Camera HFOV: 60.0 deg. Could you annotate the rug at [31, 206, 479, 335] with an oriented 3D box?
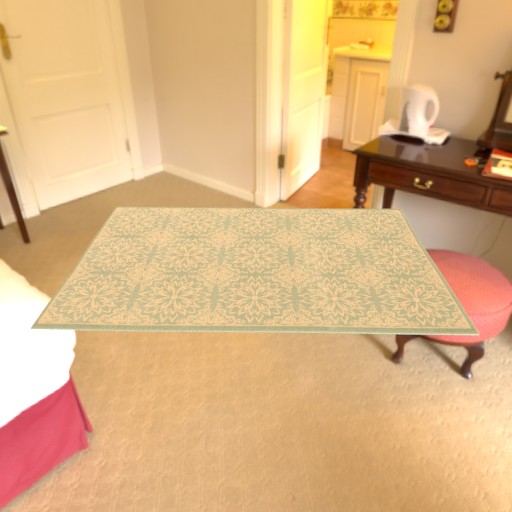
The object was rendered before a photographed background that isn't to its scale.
[{"bbox_3d":[0.000,0.000,3.485,2.746,0.018,1.819,1,31,1],"label":"rug"}]
